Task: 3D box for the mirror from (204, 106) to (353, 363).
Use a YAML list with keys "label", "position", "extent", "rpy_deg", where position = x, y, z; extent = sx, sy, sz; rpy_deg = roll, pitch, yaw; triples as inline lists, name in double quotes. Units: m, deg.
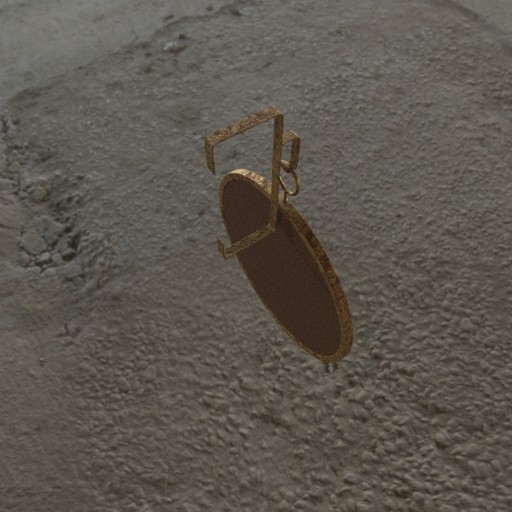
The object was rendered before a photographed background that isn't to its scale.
- label: "mirror"
  position: [0.000, 0.000, 0.836]
  extent: [0.144, 0.651, 0.447]
  rpy_deg: [-30, 62, -17]
